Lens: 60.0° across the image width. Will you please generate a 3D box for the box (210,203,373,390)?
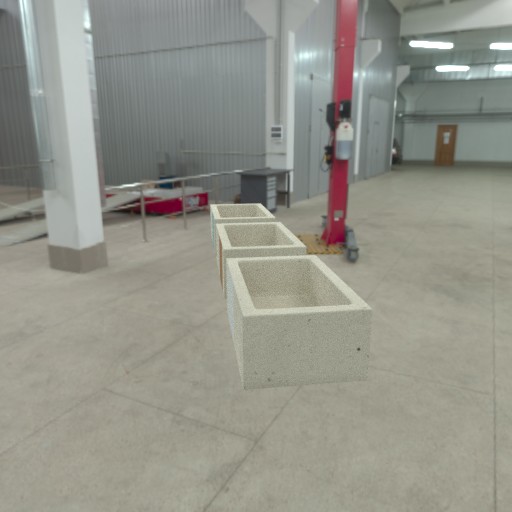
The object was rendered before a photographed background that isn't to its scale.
[{"bbox_3d":[0.000,0.000,0.497,0.082,0.051,0.461,-2,15,-8],"label":"box"}]
